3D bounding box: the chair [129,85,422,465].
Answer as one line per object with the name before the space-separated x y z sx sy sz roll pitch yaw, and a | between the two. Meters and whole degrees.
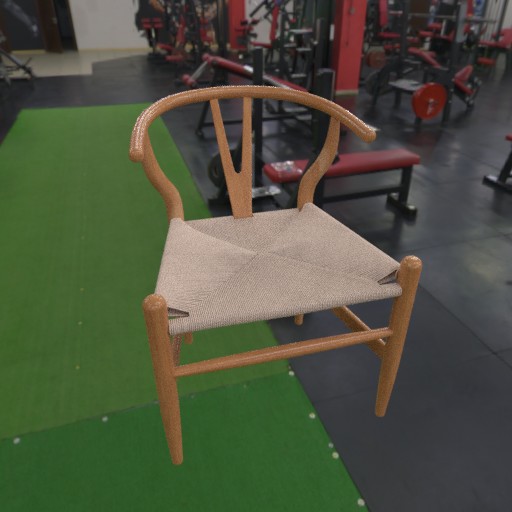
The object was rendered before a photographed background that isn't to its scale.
chair | 0.000 0.000 1.135 0.569 0.730 0.579 -8 32 -13
